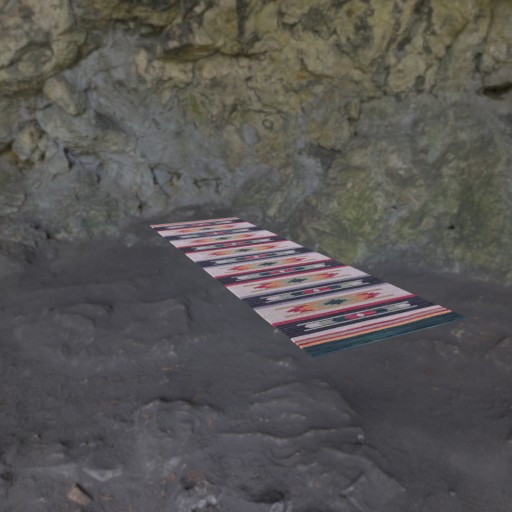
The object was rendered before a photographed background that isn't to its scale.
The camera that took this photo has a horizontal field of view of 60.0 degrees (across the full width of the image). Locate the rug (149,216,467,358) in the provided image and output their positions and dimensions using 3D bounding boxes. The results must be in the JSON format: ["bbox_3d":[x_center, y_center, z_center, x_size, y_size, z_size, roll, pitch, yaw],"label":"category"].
[{"bbox_3d":[0.000,0.000,2.735,0.760,0.009,2.440,-8,18,-25],"label":"rug"}]
